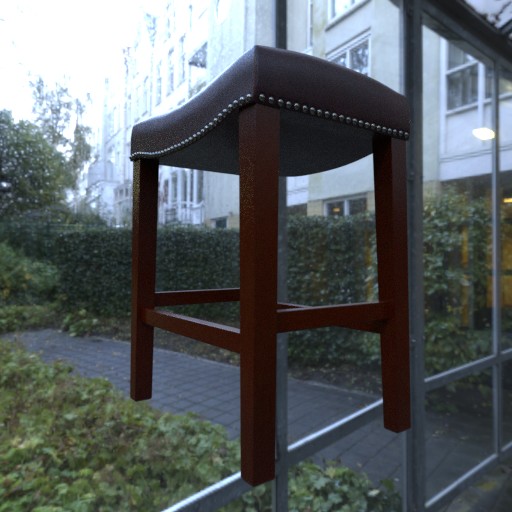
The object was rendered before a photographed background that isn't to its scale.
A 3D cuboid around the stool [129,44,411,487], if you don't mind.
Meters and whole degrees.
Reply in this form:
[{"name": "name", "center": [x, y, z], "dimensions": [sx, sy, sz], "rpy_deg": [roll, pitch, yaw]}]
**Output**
[{"name": "stool", "center": [0.000, 0.000, 0.931], "dimensions": [0.372, 0.657, 0.504], "rpy_deg": [0, 0, -36]}]
